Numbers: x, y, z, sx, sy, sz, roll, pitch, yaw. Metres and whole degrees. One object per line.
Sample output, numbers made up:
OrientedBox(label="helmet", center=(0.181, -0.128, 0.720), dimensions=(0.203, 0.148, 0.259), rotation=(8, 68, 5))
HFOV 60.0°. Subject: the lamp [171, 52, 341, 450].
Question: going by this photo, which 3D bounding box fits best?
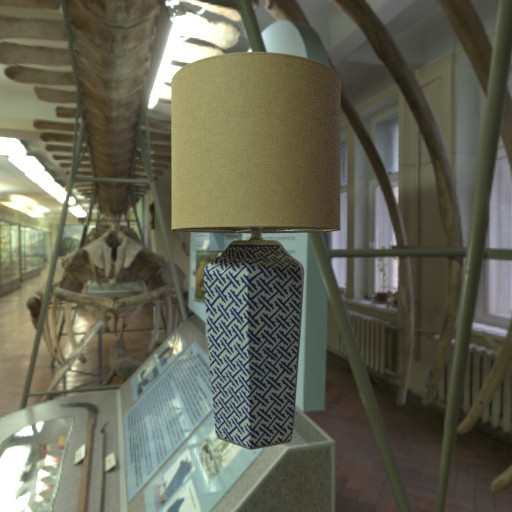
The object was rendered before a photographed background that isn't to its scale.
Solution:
OrientedBox(label="lamp", center=(0.000, 0.000, 0.854), dimensions=(0.320, 0.682, 0.320), rotation=(0, 1, -18))
